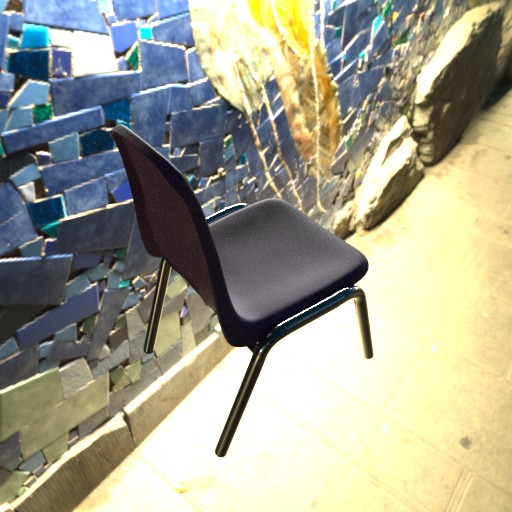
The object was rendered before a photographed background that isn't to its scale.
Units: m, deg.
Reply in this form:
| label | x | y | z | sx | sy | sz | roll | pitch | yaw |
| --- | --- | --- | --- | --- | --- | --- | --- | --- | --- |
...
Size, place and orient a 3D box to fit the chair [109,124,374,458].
| label | x | y | z | sx | sy | sz | roll | pitch | yaw |
| --- | --- | --- | --- | --- | --- | --- | --- | --- | --- |
| chair | 0.000 | 0.000 | 0.841 | 0.419 | 0.584 | 0.356 | -26 | 47 | -27 |
